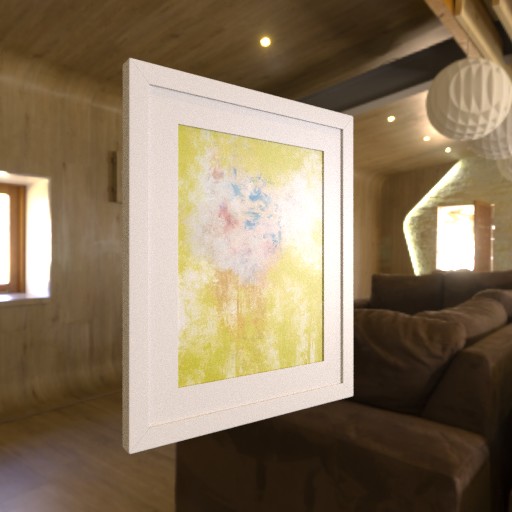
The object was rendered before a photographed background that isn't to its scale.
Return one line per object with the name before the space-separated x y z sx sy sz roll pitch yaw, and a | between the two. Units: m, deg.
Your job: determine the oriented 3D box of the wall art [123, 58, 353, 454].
wall art | 0.000 0.000 0.762 0.454 0.556 0.028 0 0 -35
